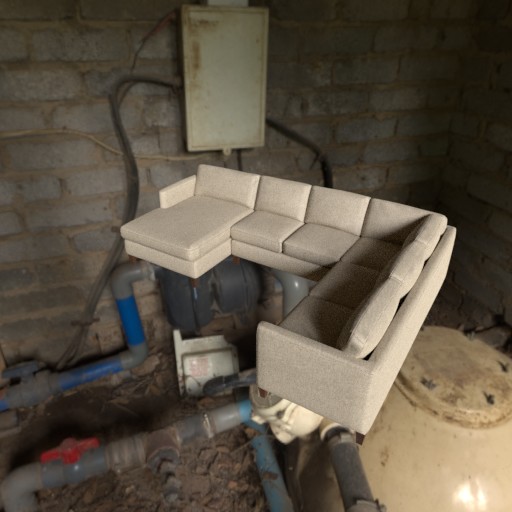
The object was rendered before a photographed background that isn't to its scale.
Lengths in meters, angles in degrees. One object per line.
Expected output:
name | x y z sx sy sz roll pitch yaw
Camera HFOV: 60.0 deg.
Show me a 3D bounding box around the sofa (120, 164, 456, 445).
sofa | 0.000 0.000 4.675 3.460 0.959 2.593 17 34 28
